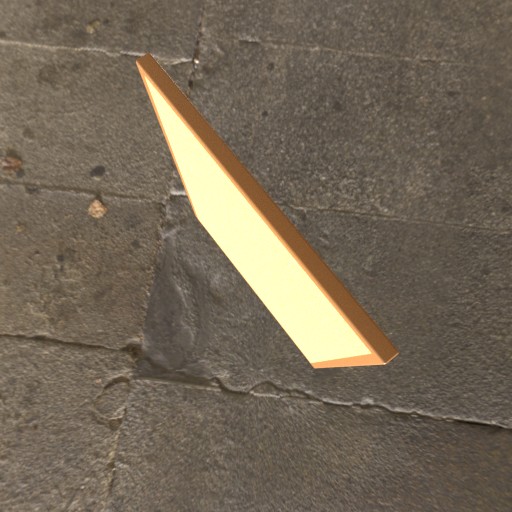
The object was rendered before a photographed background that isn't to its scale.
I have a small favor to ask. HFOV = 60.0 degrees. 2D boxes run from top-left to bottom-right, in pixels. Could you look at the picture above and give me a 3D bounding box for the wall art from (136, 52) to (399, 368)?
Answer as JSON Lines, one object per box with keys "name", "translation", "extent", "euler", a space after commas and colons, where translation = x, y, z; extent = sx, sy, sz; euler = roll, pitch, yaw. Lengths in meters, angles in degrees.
{"name": "wall art", "translation": [0.000, 0.000, 0.755], "extent": [0.021, 0.550, 0.449], "euler": [-37, 78, -9]}
